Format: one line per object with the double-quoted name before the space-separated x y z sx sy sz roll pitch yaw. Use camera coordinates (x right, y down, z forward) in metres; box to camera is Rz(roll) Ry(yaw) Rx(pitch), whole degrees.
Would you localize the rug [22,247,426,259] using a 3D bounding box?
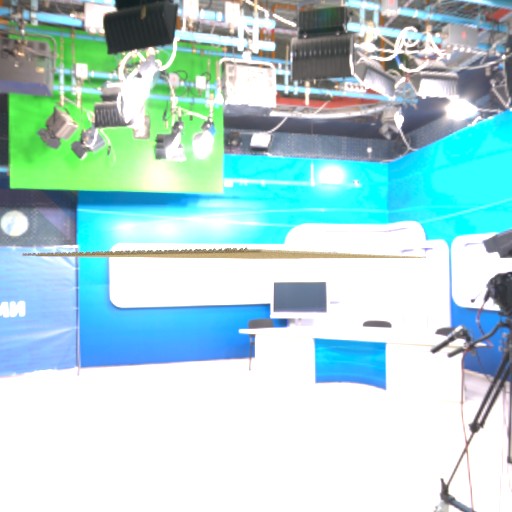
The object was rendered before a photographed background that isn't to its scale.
"rug" 0.000 0.000 2.276 1.223 0.015 1.771 -1 -1 36
